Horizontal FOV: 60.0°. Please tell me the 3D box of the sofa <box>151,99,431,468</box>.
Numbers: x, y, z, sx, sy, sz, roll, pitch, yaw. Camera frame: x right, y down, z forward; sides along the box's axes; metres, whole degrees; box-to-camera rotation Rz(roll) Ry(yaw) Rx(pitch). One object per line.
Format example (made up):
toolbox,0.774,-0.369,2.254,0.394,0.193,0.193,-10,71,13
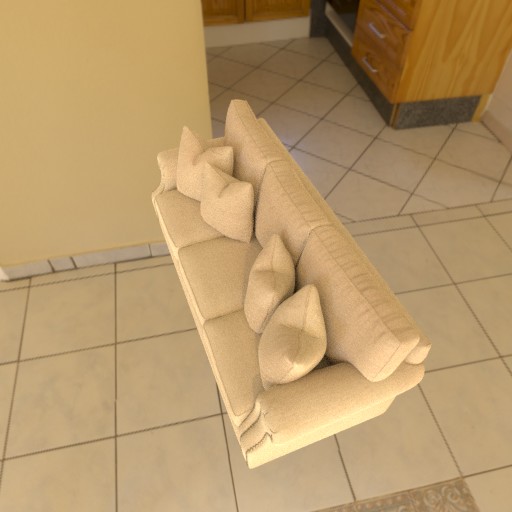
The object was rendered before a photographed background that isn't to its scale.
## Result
sofa,0.000,0.000,2.850,0.965,0.975,2.312,-17,51,-14
